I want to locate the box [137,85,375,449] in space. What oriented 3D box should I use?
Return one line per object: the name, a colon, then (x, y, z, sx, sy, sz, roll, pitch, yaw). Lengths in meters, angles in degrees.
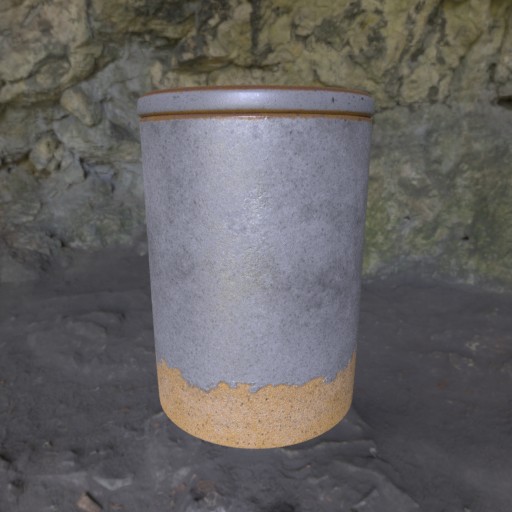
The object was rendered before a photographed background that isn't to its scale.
box: (0.000, 0.000, 0.247, 0.118, 0.168, 0.118, 0, 15, 0)
